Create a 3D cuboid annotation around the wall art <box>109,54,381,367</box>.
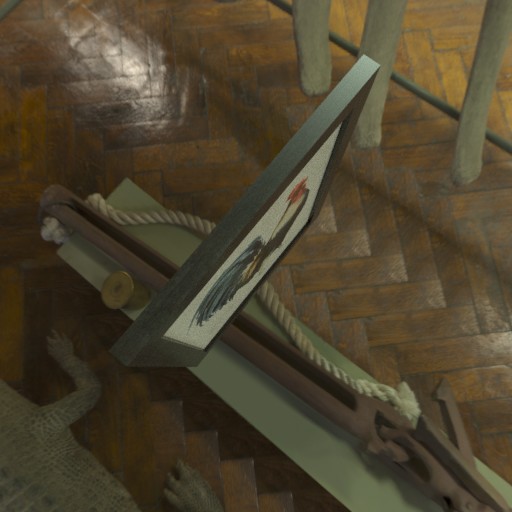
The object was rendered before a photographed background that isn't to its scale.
[{"bbox_3d":[0.000,0.000,0.805,0.027,0.580,0.479,38,79,9],"label":"wall art"}]
